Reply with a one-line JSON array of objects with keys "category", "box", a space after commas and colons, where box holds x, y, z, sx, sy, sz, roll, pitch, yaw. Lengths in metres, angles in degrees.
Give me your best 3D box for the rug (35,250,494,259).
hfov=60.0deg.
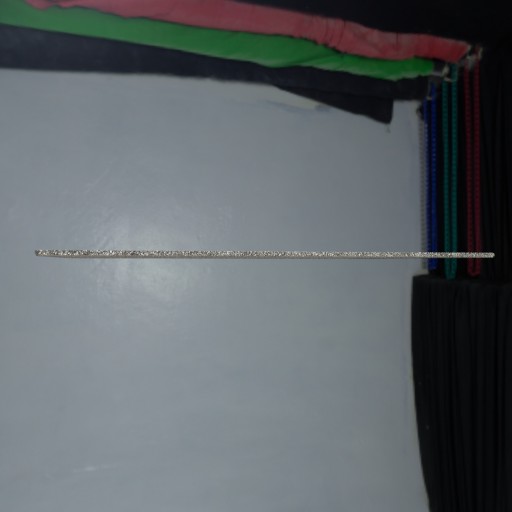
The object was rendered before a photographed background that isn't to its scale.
[{"category": "rug", "box": [0.000, 0.000, 2.844, 2.350, 0.025, 1.502, 0, -1, -18]}]
